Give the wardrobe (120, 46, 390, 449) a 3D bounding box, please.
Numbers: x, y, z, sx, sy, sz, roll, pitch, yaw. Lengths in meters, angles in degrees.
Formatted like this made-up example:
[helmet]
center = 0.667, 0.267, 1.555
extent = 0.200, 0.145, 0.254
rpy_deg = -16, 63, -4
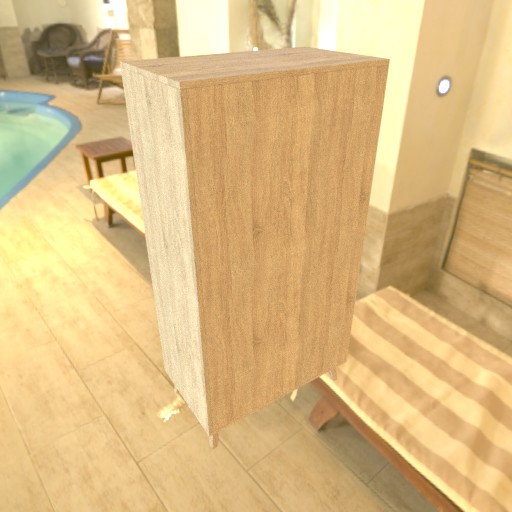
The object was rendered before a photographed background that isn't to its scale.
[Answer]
[wardrobe]
center = 0.000, 0.000, 2.403
extent = 1.000, 1.960, 0.600
rpy_deg = -19, 36, -28
